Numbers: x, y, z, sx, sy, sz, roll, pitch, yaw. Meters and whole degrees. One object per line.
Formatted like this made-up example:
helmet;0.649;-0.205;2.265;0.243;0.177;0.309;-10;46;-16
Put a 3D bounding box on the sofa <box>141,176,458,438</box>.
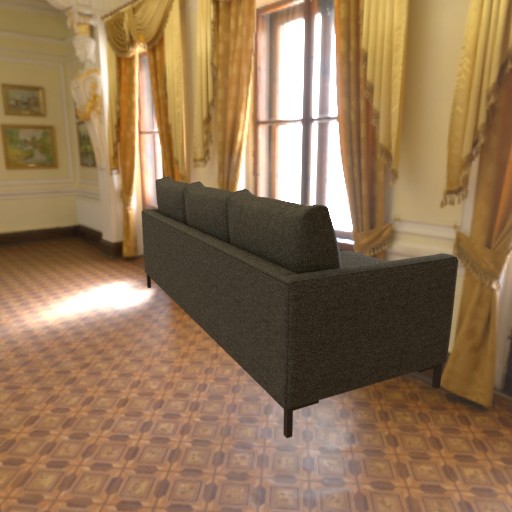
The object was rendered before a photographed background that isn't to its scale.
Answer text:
sofa;0.000;0.000;2.710;0.876;0.879;2.253;-7;15;-26
